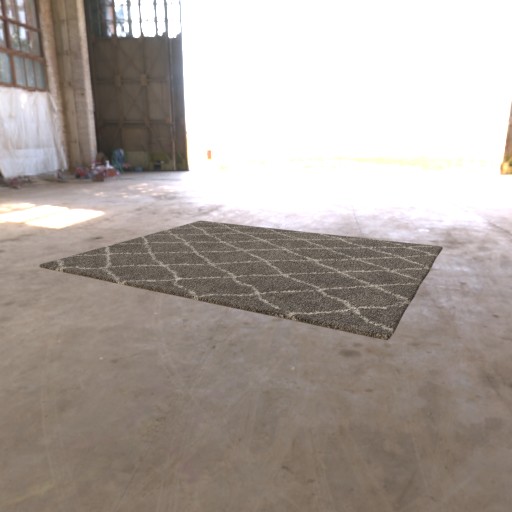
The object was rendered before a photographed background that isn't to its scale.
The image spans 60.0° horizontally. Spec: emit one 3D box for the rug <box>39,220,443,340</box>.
[{"bbox_3d":[0.000,0.000,4.225,3.047,0.029,2.438,8,17,28],"label":"rug"}]
